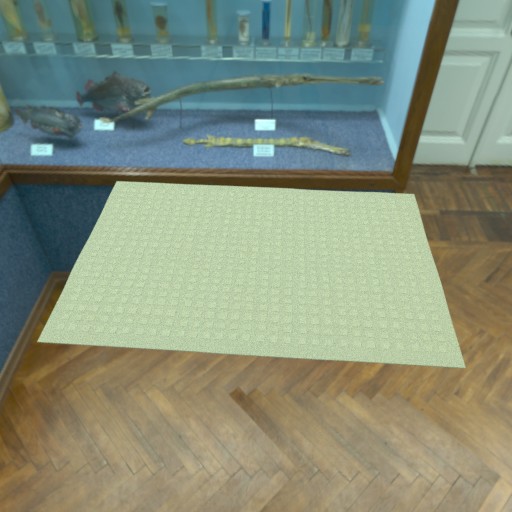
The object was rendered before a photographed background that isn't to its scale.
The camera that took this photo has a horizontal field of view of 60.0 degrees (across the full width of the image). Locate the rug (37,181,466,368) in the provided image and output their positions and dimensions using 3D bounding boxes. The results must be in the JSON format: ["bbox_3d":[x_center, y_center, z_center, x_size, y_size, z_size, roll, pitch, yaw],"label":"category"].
[{"bbox_3d":[0.000,0.000,2.196,1.747,0.006,1.143,3,45,3],"label":"rug"}]
